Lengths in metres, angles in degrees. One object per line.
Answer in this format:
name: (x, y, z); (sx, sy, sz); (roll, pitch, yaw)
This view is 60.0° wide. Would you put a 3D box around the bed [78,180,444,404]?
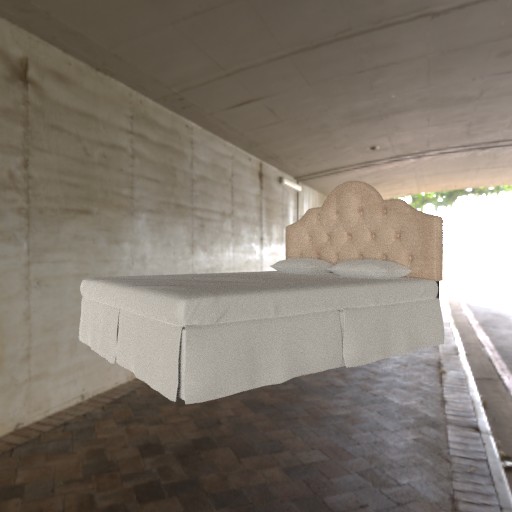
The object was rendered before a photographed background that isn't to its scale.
bed: (0.000, 0.000, 3.015); (1.970, 1.194, 1.667); (-1, 1, -36)
